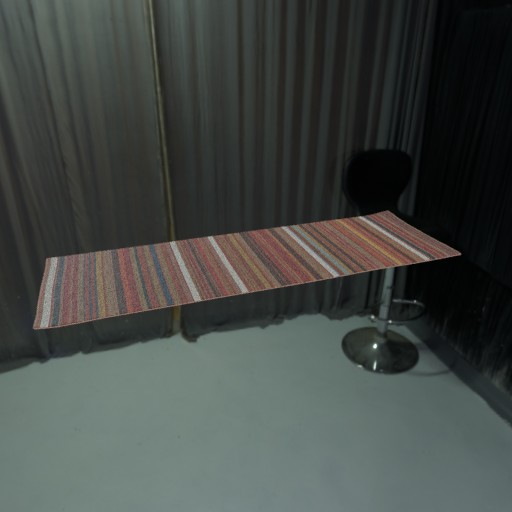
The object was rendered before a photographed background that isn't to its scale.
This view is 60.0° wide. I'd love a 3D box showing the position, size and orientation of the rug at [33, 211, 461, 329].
[{"bbox_3d":[0.000,0.000,2.731,2.444,0.030,0.799,-9,27,-17],"label":"rug"}]
